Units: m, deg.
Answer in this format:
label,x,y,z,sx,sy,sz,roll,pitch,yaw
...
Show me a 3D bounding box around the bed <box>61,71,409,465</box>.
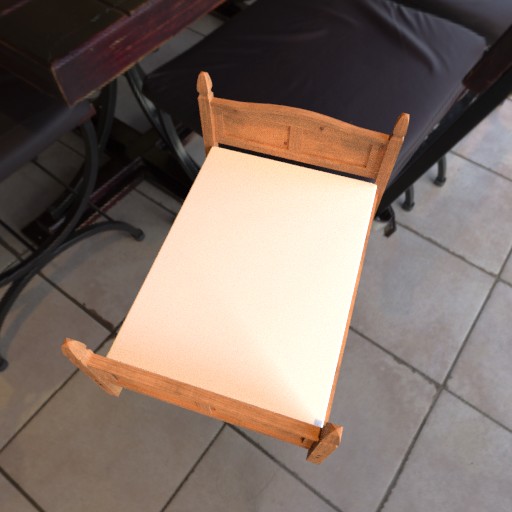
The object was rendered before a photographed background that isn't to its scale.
label,x,y,z,sx,sy,sz,roll,pitch,yaw
bed,0.000,0.000,2.950,1.490,1.100,2.069,15,60,9
